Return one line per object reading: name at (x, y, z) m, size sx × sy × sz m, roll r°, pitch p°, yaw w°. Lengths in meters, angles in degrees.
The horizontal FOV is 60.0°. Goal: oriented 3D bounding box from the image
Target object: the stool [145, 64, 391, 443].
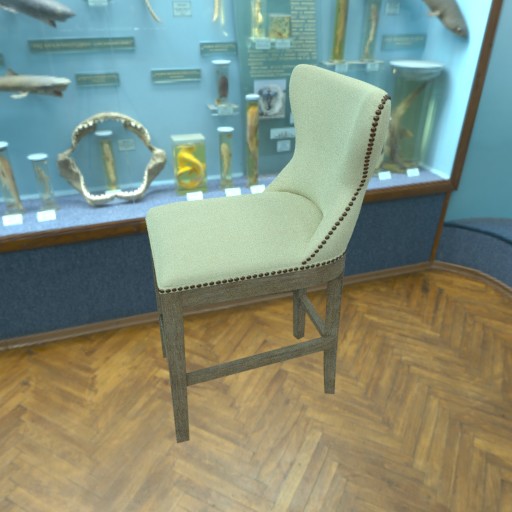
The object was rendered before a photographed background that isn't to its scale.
stool at (0.000, 0.000, 1.310) m, size 0.608 × 0.981 × 0.498 m, roll -9°, pitch 32°, yaw -14°
